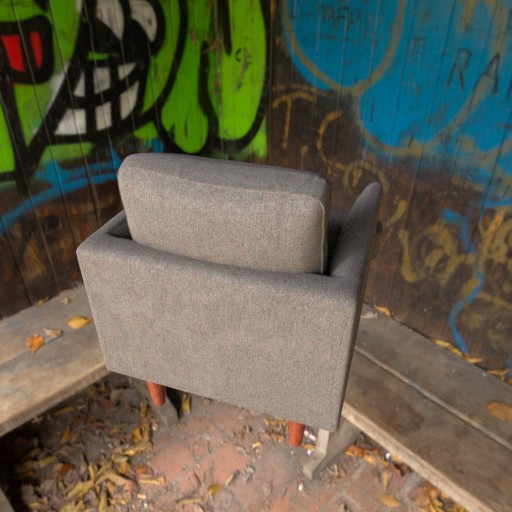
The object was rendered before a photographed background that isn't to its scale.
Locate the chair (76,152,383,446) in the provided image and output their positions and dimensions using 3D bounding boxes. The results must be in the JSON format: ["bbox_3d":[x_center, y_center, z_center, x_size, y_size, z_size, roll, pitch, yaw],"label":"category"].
[{"bbox_3d":[0.000,0.000,1.644,0.858,0.957,0.899,10,35,15],"label":"chair"}]
